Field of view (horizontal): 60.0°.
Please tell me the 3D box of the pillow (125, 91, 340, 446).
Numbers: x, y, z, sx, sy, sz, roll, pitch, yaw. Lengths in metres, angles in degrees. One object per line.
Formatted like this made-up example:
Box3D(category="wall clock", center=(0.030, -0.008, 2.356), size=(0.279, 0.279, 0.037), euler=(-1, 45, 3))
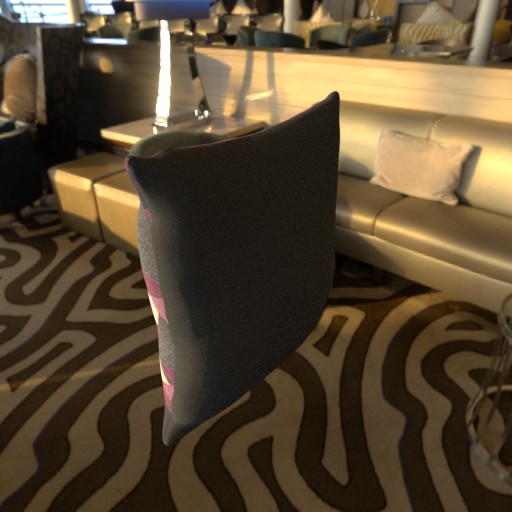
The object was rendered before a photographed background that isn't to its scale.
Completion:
Box3D(category="pillow", center=(0.000, 0.000, 0.783), size=(0.208, 0.496, 0.503), euler=(21, 35, 32))
